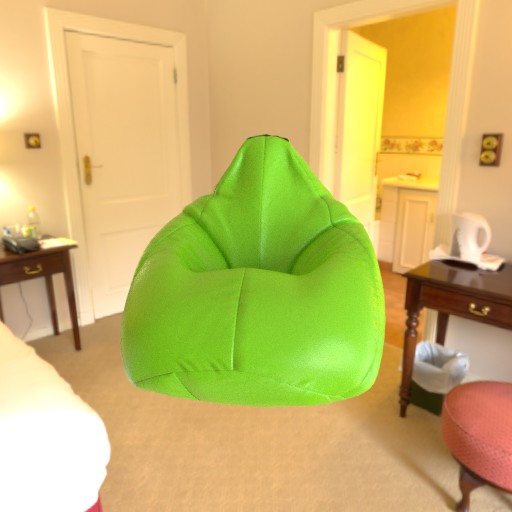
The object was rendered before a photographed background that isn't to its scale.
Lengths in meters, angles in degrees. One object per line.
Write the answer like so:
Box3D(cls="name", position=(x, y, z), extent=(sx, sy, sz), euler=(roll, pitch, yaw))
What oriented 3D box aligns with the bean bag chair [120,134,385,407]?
Box3D(cls="bean bag chair", position=(0.000, 0.000, 1.871), extent=(1.070, 0.990, 1.070), euler=(2, 16, 8))
